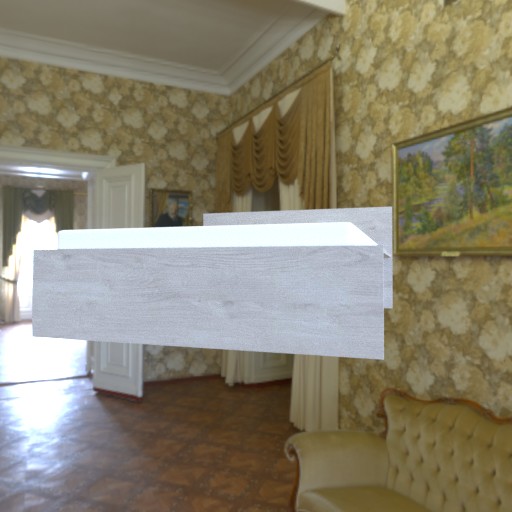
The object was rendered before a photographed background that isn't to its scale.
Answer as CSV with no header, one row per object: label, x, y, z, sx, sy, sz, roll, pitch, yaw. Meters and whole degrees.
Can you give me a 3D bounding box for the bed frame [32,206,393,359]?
bed frame,0.000,0.000,2.813,1.622,0.800,1.960,0,-1,18
